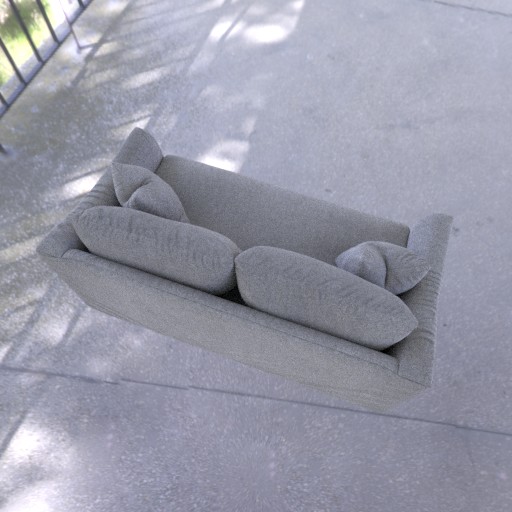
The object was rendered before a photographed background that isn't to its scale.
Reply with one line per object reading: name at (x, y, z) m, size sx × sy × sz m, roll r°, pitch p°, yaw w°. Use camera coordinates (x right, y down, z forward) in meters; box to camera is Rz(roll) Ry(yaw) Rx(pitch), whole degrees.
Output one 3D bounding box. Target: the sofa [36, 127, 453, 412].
sofa at (0.000, 0.000, 2.598) m, size 2.010 × 1.018 × 1.072 m, roll 18°, pitch 64°, yaw 9°
